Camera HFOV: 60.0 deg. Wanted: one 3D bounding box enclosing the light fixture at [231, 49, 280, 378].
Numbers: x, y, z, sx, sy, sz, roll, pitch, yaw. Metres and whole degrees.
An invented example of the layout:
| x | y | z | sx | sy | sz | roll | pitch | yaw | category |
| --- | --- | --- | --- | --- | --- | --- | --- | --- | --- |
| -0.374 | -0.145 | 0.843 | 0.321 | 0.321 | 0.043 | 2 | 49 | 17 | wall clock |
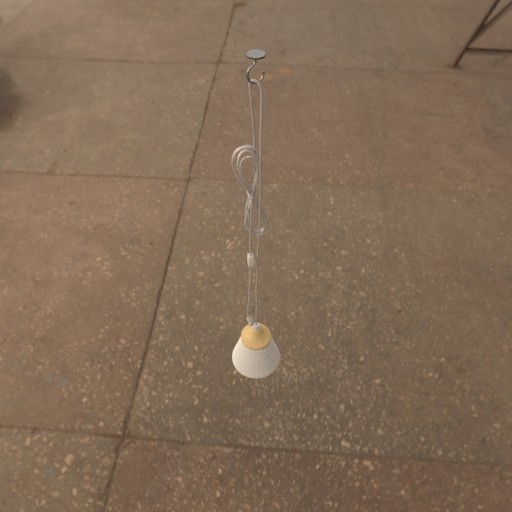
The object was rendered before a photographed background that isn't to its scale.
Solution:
| x | y | z | sx | sy | sz | roll | pitch | yaw | category |
| --- | --- | --- | --- | --- | --- | --- | --- | --- | --- |
| 0.000 | 0.000 | 1.065 | 0.153 | 0.966 | 0.153 | 5 | 48 | 4 | light fixture |
